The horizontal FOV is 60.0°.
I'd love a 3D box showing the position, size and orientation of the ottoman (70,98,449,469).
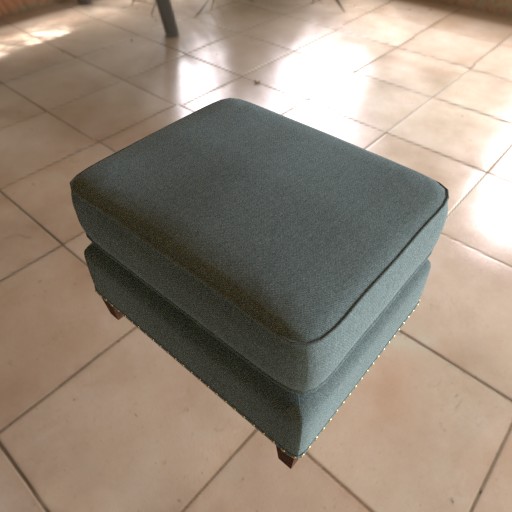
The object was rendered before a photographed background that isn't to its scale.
[{"bbox_3d":[0.000,0.000,1.144,0.738,0.537,0.589,32,54,27],"label":"ottoman"}]
